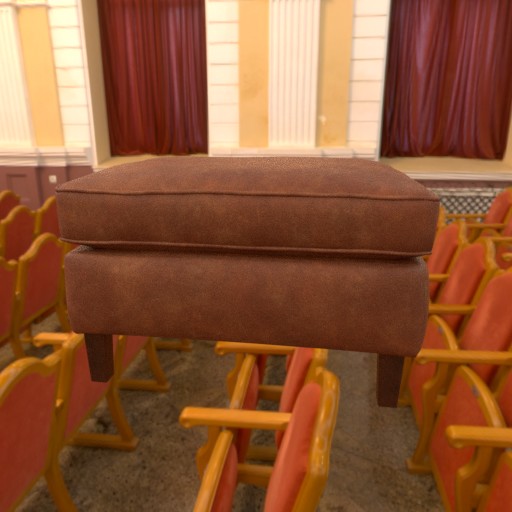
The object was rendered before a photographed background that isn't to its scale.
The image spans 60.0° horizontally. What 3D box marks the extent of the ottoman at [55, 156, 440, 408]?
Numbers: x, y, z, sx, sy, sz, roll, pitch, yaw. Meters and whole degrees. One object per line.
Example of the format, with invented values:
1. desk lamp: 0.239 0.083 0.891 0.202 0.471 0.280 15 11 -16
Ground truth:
1. ottoman: 0.000 0.000 0.983 0.665 0.418 0.501 2 17 8
